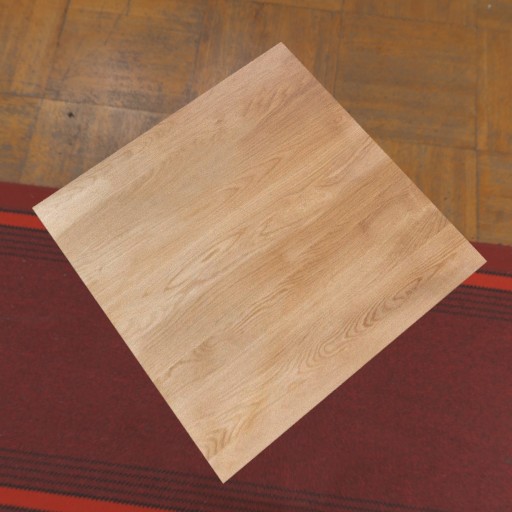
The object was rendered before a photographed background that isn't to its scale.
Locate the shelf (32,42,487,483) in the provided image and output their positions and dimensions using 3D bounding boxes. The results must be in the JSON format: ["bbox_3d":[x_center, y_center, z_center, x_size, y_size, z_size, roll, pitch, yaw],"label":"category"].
[{"bbox_3d":[0.000,0.000,1.460,0.899,0.480,0.899,-37,78,-9],"label":"shelf"}]
